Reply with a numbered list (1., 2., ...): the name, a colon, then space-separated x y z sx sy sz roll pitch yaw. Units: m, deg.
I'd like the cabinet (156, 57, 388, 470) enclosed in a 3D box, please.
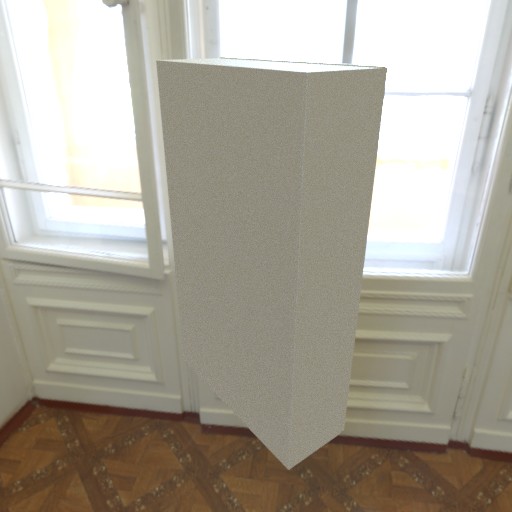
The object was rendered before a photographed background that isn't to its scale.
1. cabinet: 0.000 0.000 2.690 0.480 2.160 1.250 -19 32 -33
